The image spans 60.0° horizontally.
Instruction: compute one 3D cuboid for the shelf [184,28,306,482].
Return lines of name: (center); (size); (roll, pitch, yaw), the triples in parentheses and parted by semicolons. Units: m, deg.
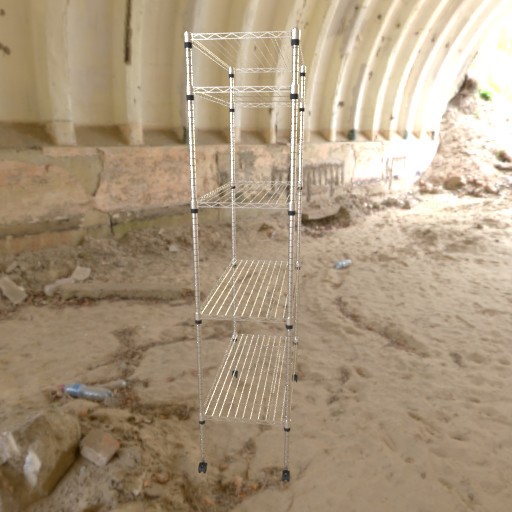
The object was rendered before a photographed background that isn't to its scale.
shelf: (0.000, 0.000, 1.869); (0.356, 1.587, 0.762); (2, 15, 7)
